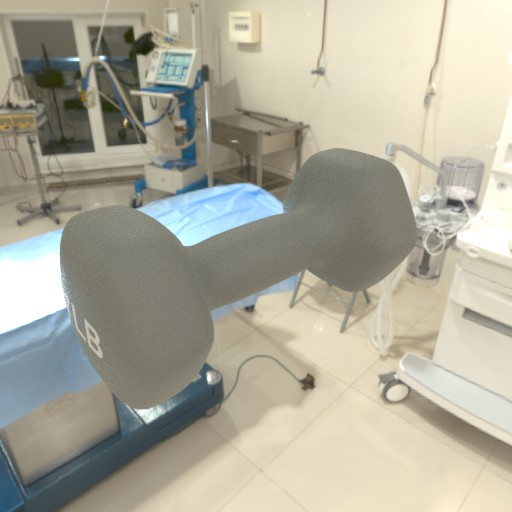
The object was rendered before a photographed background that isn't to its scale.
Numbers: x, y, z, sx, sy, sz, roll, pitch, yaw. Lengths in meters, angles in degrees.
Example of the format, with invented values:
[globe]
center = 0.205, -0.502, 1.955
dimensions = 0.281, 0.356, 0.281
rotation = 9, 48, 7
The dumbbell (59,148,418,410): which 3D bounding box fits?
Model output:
[dumbbell]
center = 0.000, 0.000, 0.230
dimensions = 0.184, 0.081, 0.090
rotation = -21, 35, -33
